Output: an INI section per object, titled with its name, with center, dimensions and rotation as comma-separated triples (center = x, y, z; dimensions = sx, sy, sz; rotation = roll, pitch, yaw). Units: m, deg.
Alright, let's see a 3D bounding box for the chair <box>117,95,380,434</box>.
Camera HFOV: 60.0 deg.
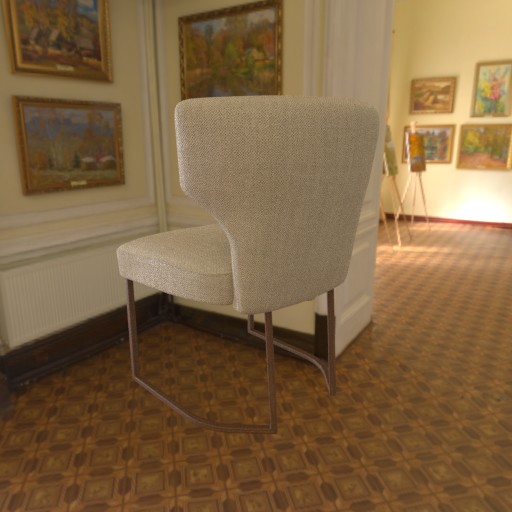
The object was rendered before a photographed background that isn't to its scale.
[chair]
center = 0.000, 0.000, 1.265
dimensions = 0.611, 0.824, 0.617
rotation = -14, 20, -42
